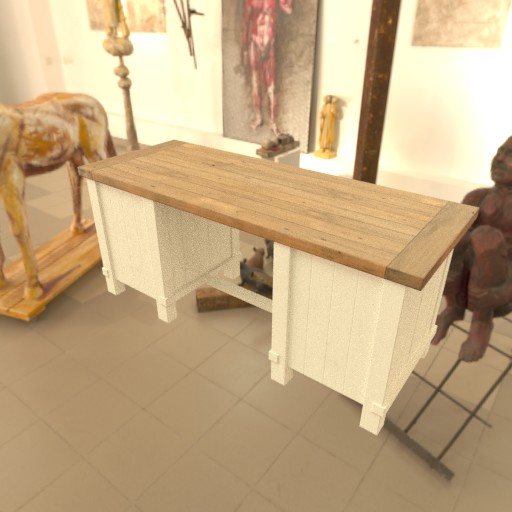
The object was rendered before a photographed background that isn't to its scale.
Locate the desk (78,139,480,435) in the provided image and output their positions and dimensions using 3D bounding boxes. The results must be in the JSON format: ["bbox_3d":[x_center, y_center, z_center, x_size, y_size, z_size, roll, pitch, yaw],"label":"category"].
[{"bbox_3d":[0.000,0.000,2.258,1.803,0.760,0.688,20,35,32],"label":"desk"}]
